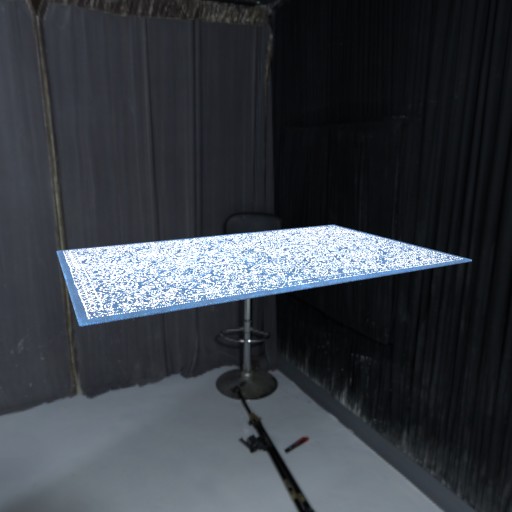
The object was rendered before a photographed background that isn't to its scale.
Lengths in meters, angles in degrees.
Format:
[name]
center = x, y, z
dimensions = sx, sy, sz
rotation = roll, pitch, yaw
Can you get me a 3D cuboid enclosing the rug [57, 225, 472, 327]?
[rug]
center = 0.000, 0.000, 3.060
dimensions = 2.441, 0.015, 1.526
rotation = -7, 15, -26
